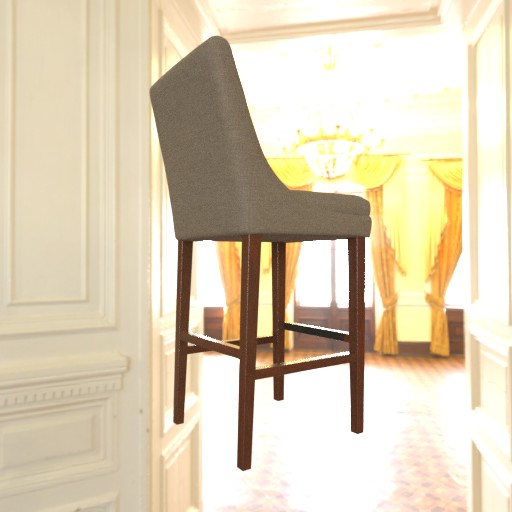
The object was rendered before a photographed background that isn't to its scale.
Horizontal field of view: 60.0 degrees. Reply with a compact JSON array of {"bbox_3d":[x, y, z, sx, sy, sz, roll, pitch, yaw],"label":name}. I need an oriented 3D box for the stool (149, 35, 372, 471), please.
[{"bbox_3d":[0.000,0.000,1.382,0.577,1.078,0.470,1,-1,-35],"label":"stool"}]
